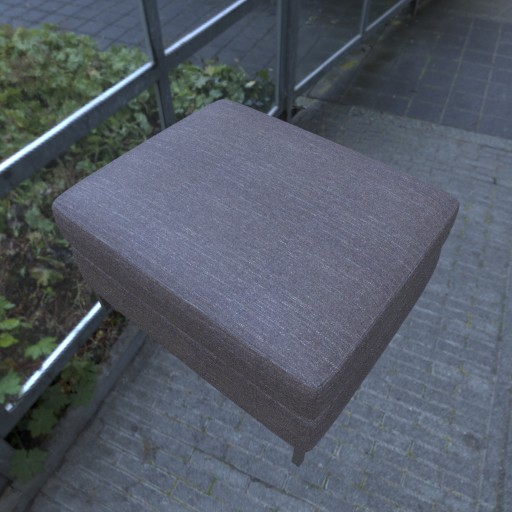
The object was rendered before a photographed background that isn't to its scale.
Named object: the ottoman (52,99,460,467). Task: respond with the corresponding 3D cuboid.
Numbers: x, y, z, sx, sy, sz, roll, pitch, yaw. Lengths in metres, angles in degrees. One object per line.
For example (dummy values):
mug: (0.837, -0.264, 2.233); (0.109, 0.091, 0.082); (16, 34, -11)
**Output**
ottoman: (0.000, 0.000, 1.226); (0.820, 0.490, 0.671); (31, 55, 24)
